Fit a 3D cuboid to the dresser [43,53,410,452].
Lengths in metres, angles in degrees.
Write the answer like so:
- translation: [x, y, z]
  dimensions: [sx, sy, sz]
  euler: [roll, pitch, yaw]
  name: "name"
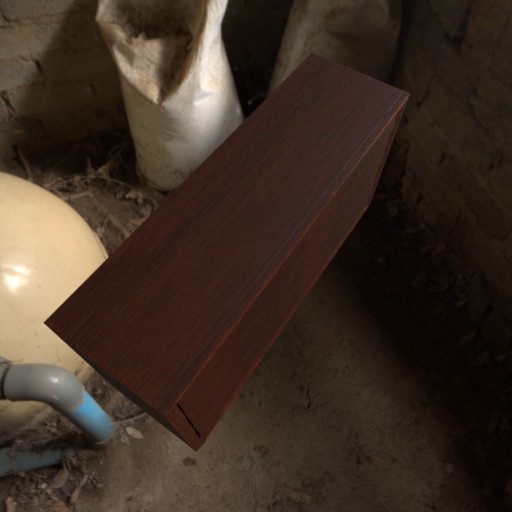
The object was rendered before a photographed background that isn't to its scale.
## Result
- translation: [0.000, 0.000, 2.052]
  dimensions: [0.499, 0.971, 1.609]
  euler: [31, 64, 17]
  name: "dresser"
